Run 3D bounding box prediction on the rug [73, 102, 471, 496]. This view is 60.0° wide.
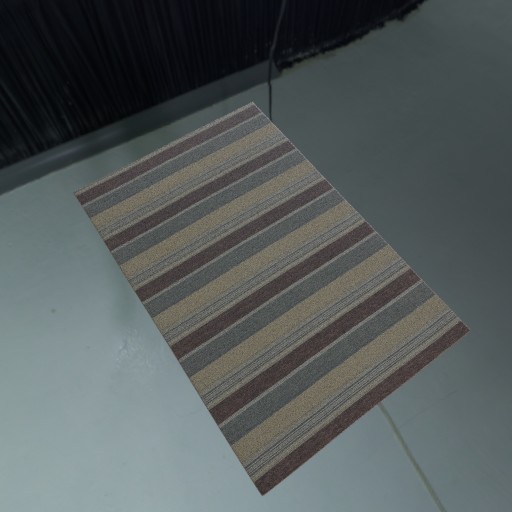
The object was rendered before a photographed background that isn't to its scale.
[{"bbox_3d":[0.000,0.000,2.296,1.219,0.008,1.829,-32,67,-15],"label":"rug"}]
